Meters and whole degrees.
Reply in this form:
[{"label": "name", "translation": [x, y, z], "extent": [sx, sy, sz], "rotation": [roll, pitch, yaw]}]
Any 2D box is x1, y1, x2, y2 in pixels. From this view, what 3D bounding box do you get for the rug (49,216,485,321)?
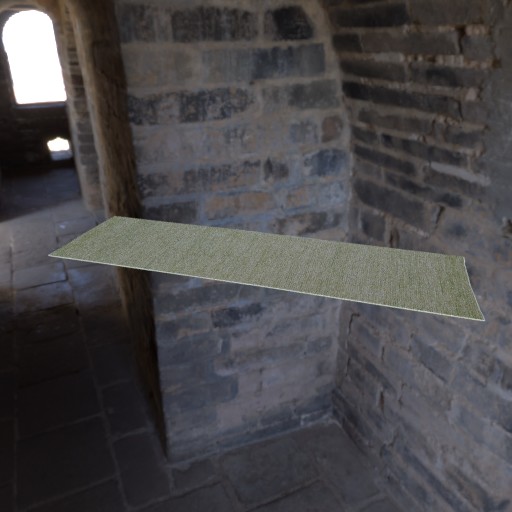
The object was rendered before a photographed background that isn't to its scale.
[{"label": "rug", "translation": [0.000, 0.000, 2.574], "extent": [2.340, 0.013, 0.686], "rotation": [7, 26, 15]}]
